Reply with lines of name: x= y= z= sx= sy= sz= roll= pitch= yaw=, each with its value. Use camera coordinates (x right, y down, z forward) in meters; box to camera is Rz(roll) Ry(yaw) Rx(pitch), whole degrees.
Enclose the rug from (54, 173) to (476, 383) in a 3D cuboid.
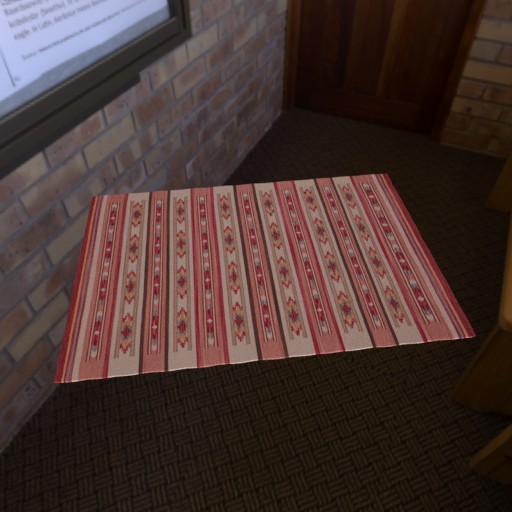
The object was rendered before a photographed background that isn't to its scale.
rug: x=0.000 y=0.000 z=2.307 sx=1.817 sy=0.008 sz=1.223 roll=-5 pitch=47 yaw=-5
